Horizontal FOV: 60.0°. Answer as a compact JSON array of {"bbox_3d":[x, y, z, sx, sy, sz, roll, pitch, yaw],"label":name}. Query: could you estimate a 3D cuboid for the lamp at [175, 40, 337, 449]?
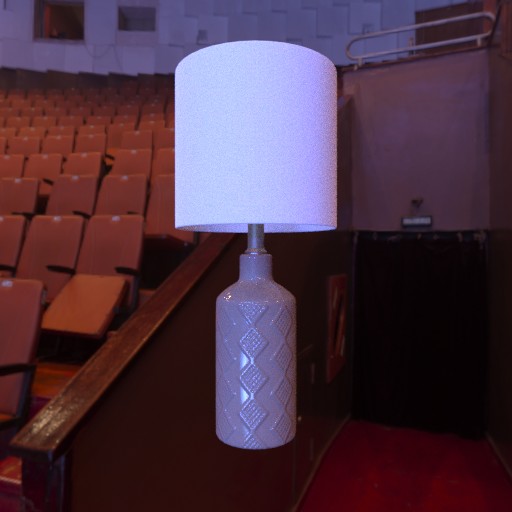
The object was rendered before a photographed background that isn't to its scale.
[{"bbox_3d":[0.000,0.000,0.577,0.207,0.461,0.207,0,0,19],"label":"lamp"}]
